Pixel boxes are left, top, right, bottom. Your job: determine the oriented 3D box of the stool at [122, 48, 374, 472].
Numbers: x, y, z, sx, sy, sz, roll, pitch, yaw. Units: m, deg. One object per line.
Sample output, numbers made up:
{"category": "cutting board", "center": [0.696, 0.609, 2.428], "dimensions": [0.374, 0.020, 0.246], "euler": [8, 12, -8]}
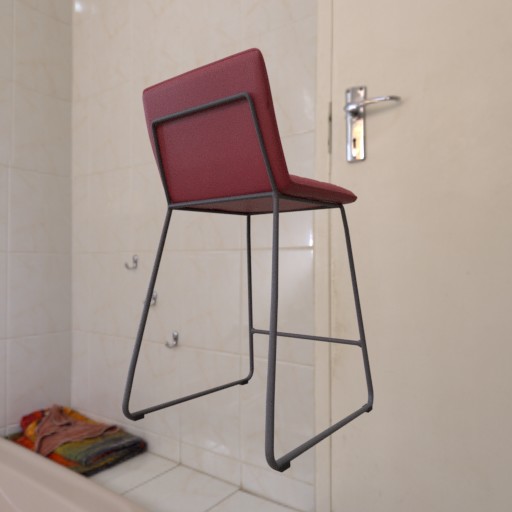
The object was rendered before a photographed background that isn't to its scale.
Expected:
{"category": "stool", "center": [0.000, 0.000, 1.211], "dimensions": [0.489, 0.866, 0.524], "euler": [-1, -1, 38]}
